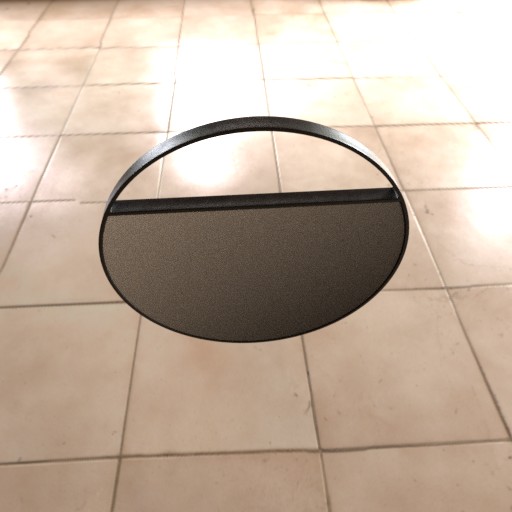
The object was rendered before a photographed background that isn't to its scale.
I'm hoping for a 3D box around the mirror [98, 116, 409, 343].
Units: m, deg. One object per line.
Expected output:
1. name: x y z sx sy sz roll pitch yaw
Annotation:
1. mirror: 0.000 0.000 0.840 0.565 0.565 0.032 -3 47 -3
